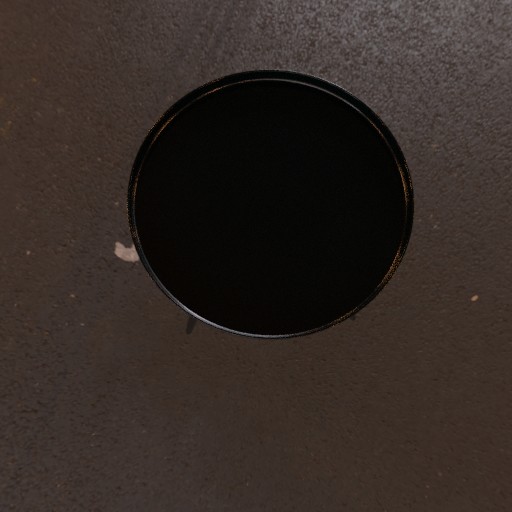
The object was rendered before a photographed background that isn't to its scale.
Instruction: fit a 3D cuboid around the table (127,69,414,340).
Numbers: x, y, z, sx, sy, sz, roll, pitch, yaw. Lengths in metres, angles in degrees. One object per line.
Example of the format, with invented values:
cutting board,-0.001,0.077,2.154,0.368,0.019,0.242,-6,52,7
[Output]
table,0.000,0.000,0.831,0.415,0.548,0.403,-30,78,-7
